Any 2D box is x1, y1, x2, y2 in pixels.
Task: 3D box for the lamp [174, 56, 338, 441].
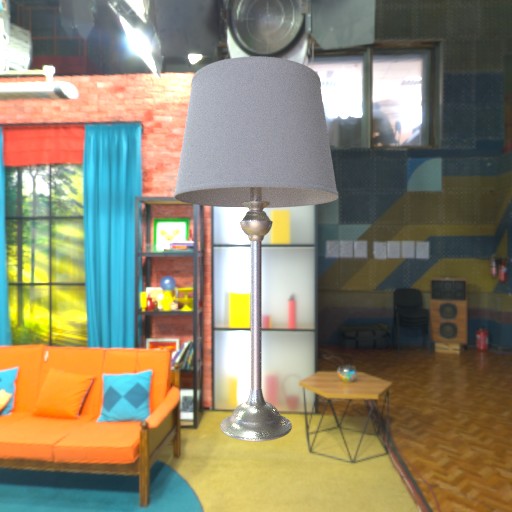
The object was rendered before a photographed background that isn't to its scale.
[{"bbox_3d":[0.000,0.000,0.906,0.331,0.698,0.331,0,0,0],"label":"lamp"}]
